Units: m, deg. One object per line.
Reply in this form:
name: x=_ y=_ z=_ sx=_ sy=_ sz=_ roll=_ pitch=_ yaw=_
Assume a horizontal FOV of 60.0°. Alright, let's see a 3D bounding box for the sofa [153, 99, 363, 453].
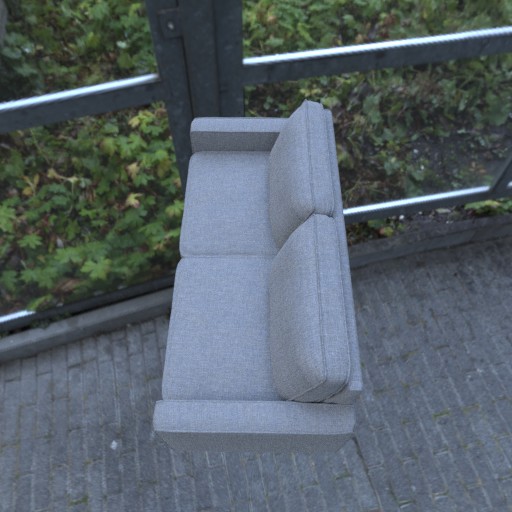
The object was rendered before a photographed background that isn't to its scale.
sofa: x=0.000 y=0.000 z=2.647 sx=0.945 sy=0.918 sz=2.078 roll=1 pitch=58 yaw=0
